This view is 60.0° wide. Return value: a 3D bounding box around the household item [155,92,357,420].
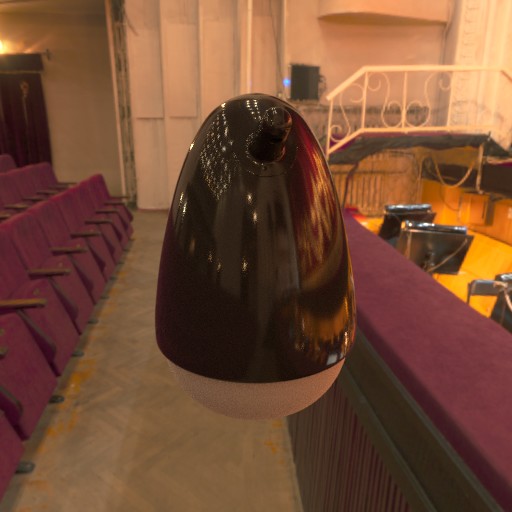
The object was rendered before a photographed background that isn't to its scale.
[{"bbox_3d":[0.000,0.000,0.219,0.102,0.152,0.104,-2,17,-8],"label":"household item"}]
